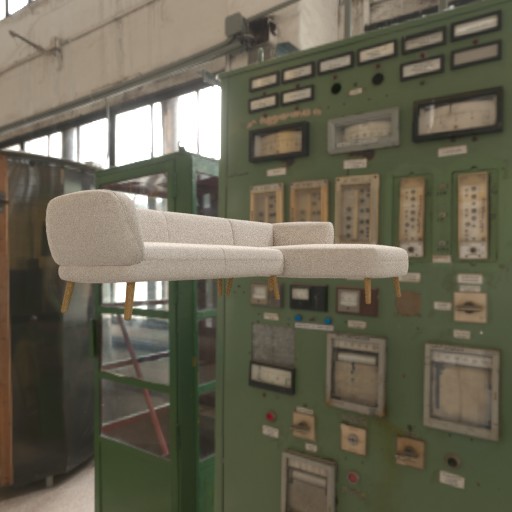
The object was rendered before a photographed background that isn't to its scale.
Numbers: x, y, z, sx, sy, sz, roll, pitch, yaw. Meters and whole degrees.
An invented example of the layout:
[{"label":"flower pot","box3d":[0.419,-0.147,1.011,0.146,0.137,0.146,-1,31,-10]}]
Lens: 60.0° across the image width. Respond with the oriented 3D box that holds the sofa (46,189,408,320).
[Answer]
[{"label":"sofa","box3d":[0.000,0.000,3.378,1.610,0.730,2.660,0,-1,35]}]
